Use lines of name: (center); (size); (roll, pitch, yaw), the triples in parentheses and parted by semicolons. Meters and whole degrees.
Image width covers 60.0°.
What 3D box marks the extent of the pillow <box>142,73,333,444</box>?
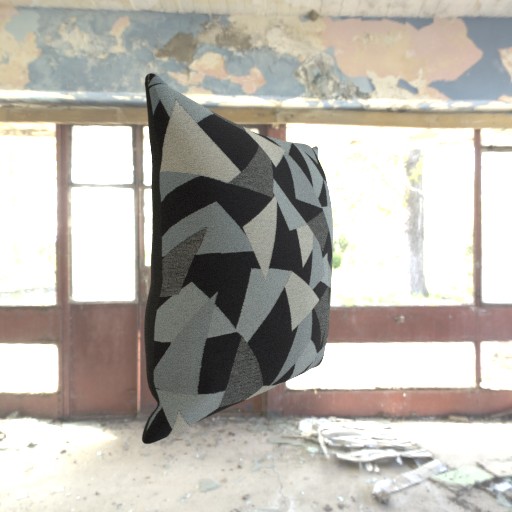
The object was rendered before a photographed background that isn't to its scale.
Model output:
pillow: (0.000, 0.000, 0.783); (0.208, 0.496, 0.503); (1, 1, 35)
